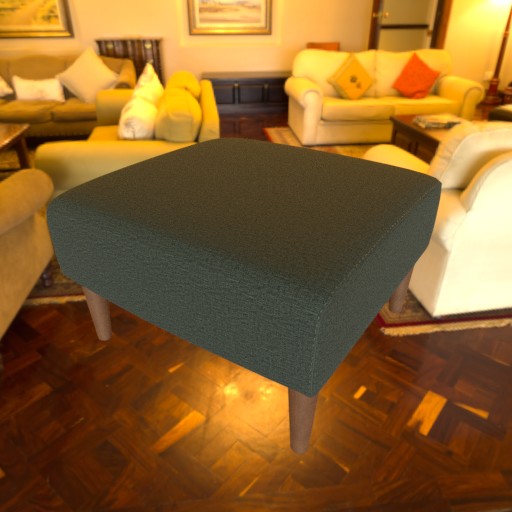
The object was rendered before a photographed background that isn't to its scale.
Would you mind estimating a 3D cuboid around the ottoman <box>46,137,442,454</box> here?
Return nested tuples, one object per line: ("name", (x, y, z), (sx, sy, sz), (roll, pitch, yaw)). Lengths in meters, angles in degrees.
("ottoman", (0.000, 0.000, 1.047), (0.650, 0.398, 0.649), (19, 35, 30))
